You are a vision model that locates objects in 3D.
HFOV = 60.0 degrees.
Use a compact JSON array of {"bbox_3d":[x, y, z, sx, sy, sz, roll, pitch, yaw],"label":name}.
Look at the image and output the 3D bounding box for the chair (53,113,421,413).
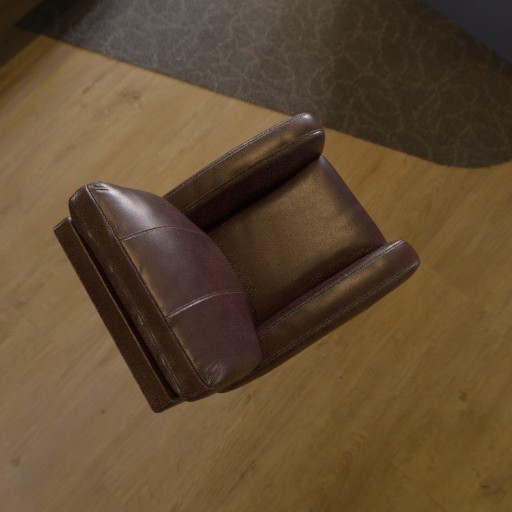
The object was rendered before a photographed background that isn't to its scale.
[{"bbox_3d":[0.000,0.000,1.637,0.990,0.990,0.762,-32,78,-7],"label":"chair"}]
